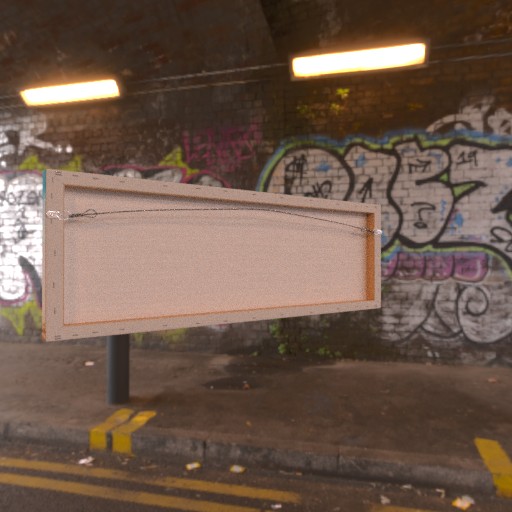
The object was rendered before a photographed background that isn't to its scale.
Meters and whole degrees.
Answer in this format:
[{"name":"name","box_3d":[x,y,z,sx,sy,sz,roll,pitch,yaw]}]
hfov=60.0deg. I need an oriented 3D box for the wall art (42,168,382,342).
[{"name":"wall art","box_3d":[0.000,0.000,0.869,0.759,0.254,0.044,0,0,-36]}]
